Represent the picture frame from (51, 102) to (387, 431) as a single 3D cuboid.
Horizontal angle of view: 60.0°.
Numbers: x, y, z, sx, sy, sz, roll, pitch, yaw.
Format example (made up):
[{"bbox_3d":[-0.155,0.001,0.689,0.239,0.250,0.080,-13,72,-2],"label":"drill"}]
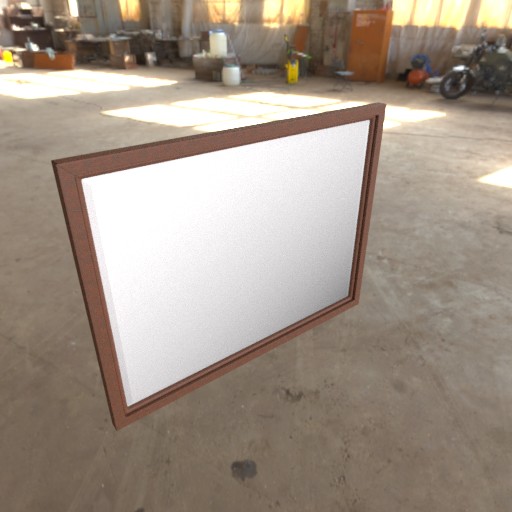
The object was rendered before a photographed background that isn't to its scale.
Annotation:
[{"bbox_3d":[0.000,0.000,1.756,1.329,1.018,0.045,-20,35,-32],"label":"picture frame"}]
